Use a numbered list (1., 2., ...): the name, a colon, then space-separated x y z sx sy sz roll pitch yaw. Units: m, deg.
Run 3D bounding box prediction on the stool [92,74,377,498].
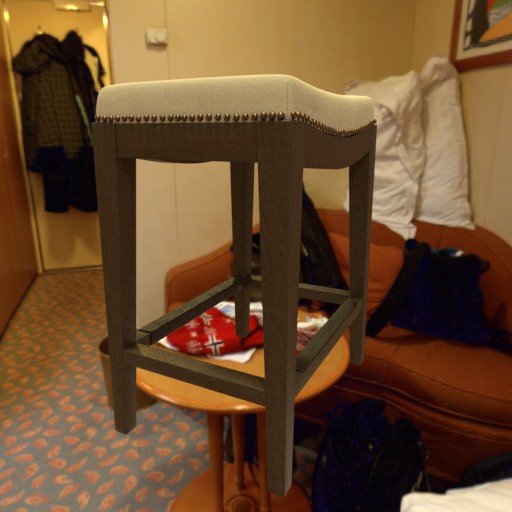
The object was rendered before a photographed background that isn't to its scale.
1. stool: 0.000 0.000 0.913 0.361 0.642 0.500 8 18 26
